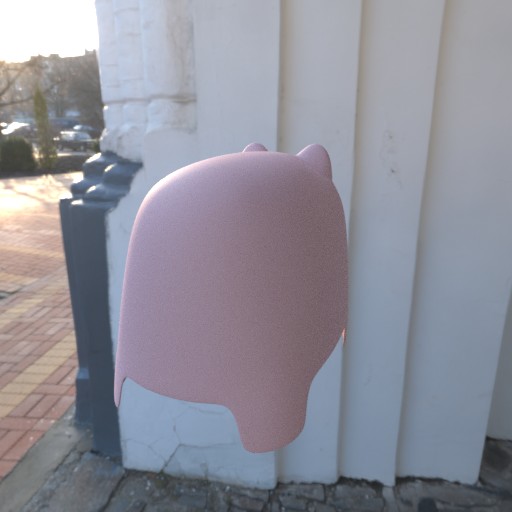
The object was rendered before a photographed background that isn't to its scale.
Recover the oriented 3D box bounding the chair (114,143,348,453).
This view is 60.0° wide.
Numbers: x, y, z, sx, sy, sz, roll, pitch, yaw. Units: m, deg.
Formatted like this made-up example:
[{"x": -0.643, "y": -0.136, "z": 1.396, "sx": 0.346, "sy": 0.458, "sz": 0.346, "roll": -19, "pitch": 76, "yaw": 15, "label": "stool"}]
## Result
[{"x": 0.000, "y": 0.000, "z": 0.876, "sx": 0.364, "sy": 0.423, "sz": 0.619, "roll": 8, "pitch": 18, "yaw": 24, "label": "chair"}]
